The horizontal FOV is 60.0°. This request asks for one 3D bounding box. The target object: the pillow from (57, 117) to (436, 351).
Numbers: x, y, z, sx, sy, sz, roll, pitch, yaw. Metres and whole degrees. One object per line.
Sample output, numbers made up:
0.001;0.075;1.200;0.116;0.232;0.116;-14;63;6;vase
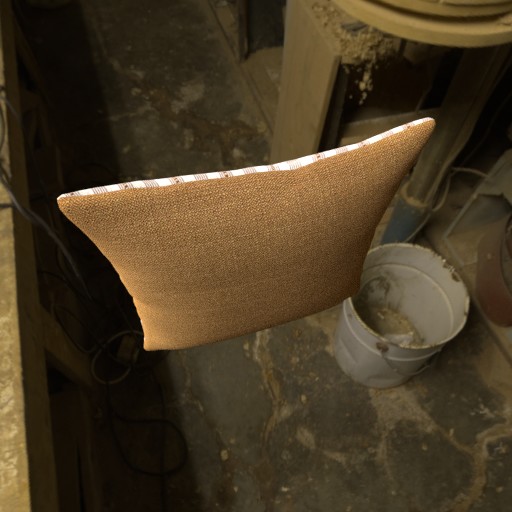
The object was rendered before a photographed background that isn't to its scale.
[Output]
0.000;0.000;0.667;0.432;0.437;0.147;-15;60;-9;pillow
